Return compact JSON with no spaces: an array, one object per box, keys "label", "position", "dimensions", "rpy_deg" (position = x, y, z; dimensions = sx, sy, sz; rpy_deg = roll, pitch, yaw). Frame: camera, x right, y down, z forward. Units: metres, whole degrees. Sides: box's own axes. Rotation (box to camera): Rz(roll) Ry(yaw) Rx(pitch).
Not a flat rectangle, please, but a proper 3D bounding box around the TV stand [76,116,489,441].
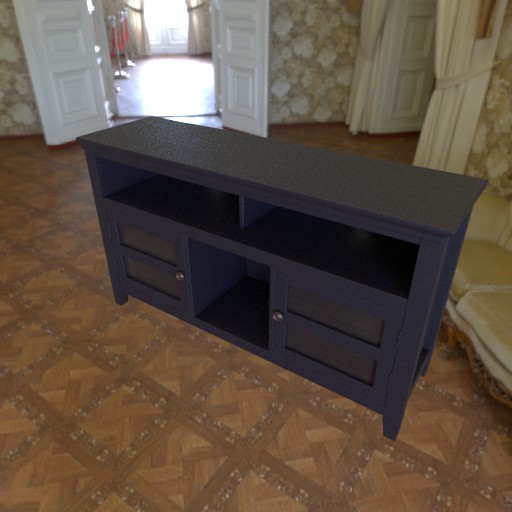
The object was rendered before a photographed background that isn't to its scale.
[{"label":"TV stand","position":[0.000,0.000,1.466],"dimensions":[1.198,0.681,0.347],"rpy_deg":[19,36,28]}]
